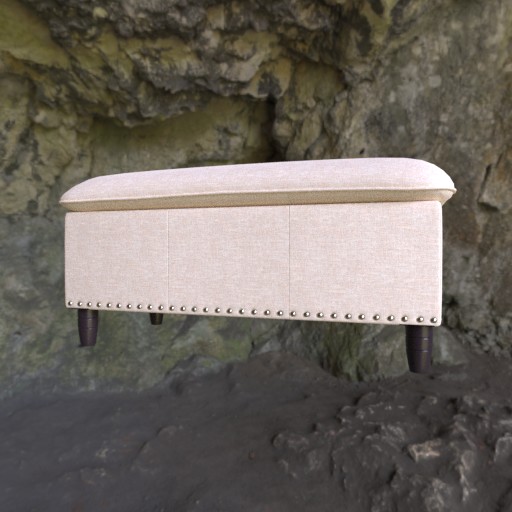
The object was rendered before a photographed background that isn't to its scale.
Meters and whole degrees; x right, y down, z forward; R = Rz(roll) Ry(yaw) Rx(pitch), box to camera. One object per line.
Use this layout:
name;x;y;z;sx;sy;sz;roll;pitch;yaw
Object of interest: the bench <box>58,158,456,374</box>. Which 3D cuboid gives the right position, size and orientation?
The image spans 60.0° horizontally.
bench;0.000;0.000;1.239;0.991;0.483;0.483;0;1;18
